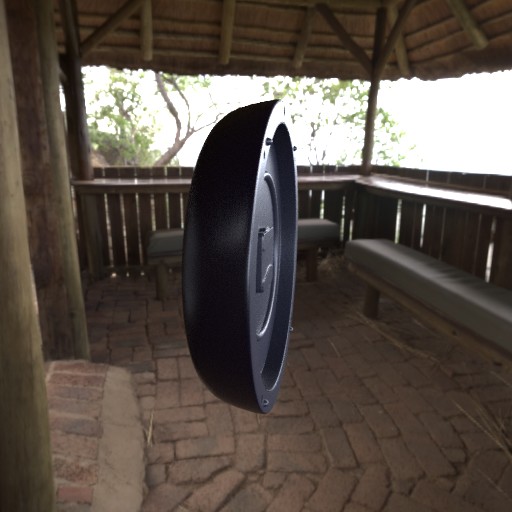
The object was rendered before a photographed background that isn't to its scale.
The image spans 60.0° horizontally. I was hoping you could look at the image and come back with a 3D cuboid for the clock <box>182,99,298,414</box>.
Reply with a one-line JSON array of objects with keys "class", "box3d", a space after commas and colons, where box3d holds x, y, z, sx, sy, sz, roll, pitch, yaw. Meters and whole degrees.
[{"class": "clock", "box3d": [0.000, 0.000, 0.451, 0.060, 0.300, 0.300, 3, 14, 11]}]
